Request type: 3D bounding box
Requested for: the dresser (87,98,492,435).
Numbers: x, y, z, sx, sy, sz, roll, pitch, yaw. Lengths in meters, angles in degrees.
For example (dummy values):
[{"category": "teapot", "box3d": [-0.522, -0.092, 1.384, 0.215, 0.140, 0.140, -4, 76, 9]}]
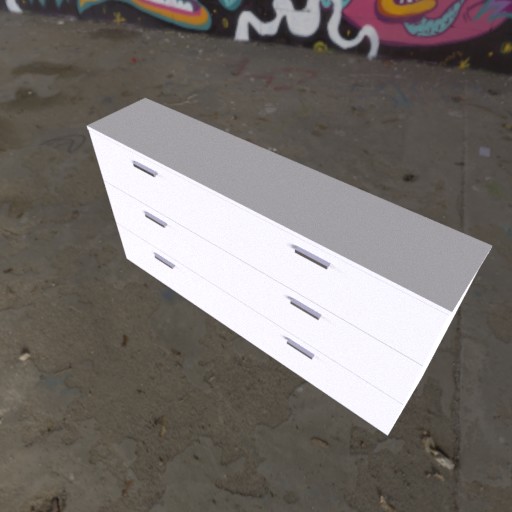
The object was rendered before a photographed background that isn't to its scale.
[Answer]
[{"category": "dresser", "box3d": [0.000, 0.000, 1.846, 1.535, 0.790, 0.333, 29, 52, 26]}]
